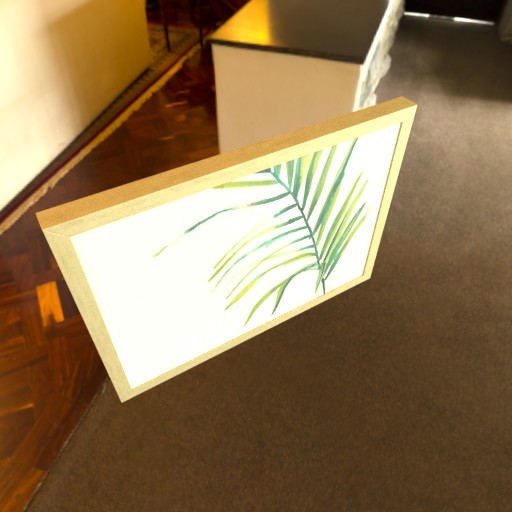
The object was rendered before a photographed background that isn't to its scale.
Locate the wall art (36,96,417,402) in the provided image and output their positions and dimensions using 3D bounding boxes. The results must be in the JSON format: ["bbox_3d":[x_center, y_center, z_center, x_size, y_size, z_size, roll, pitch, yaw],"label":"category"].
[{"bbox_3d":[0.000,0.000,0.697,0.532,0.380,0.032,-23,50,-21],"label":"wall art"}]
